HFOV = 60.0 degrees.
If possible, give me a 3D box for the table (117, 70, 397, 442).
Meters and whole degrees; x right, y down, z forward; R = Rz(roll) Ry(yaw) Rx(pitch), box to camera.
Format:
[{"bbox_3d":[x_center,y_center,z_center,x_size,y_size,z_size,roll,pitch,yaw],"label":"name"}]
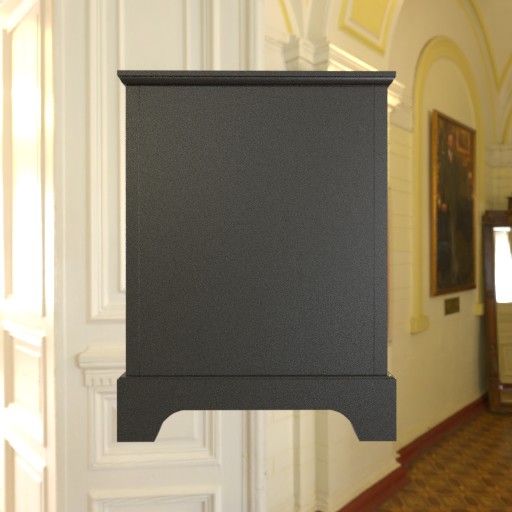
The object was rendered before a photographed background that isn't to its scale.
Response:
[{"bbox_3d":[0.000,0.000,0.927,0.460,0.610,0.399,0,0,0],"label":"table"}]
